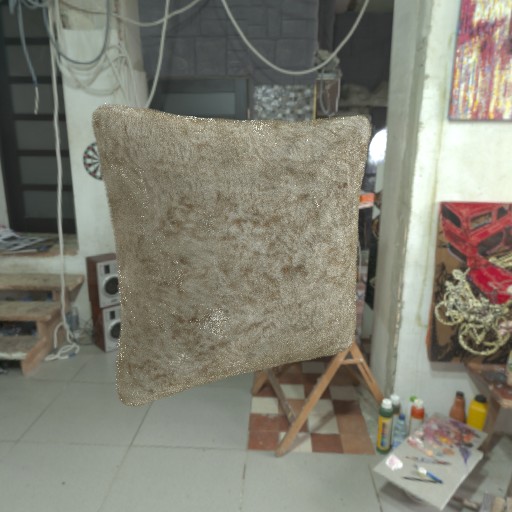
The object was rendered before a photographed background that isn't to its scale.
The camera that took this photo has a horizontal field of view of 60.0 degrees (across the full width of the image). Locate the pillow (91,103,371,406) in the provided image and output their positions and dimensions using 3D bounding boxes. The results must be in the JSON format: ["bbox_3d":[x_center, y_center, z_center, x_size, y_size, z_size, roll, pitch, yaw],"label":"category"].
[{"bbox_3d":[0.000,0.000,0.826,0.538,0.525,0.216,-7,16,-26],"label":"pillow"}]
